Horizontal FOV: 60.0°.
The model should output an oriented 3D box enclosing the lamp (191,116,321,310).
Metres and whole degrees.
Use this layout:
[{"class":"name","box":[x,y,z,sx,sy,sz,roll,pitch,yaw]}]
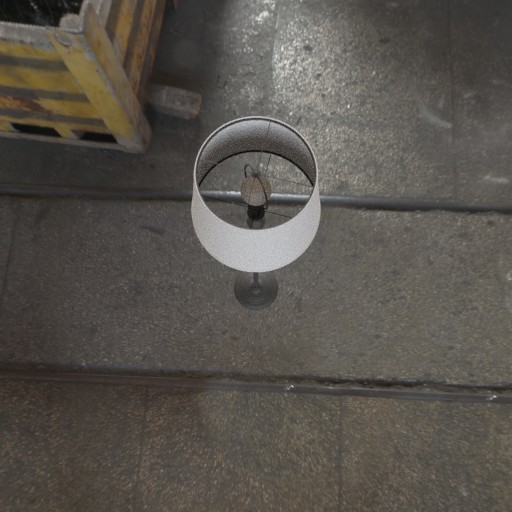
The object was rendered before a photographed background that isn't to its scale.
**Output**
[{"class":"lamp","box":[0.000,0.000,1.636,0.327,1.506,0.327,-30,79,-7]}]
